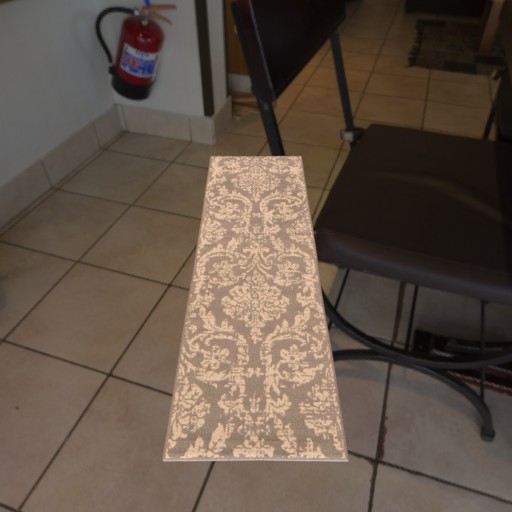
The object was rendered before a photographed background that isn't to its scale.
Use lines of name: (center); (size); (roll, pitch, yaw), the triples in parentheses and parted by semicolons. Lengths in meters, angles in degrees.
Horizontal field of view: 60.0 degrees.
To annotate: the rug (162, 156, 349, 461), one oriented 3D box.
rug: (0.000, 0.000, 2.392); (0.662, 0.011, 2.196); (0, 41, 0)
